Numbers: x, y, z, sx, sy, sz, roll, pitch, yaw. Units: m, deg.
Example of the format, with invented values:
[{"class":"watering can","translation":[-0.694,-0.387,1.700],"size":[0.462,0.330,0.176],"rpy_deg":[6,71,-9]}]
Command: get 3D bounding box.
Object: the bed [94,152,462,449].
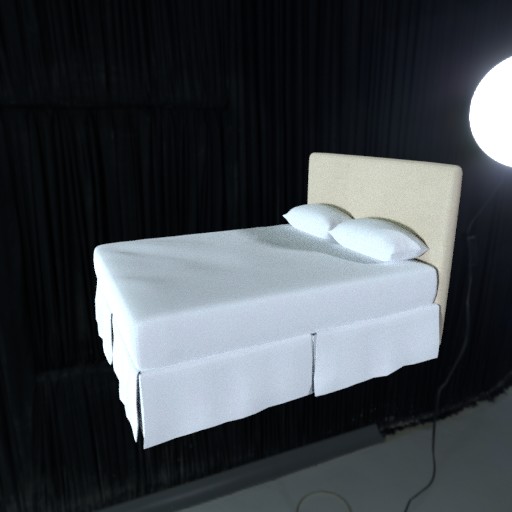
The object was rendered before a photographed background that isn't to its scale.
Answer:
[{"class":"bed","translation":[0.000,0.000,3.173],"size":[2.142,1.330,1.723],"rpy_deg":[-8,18,-25]}]
